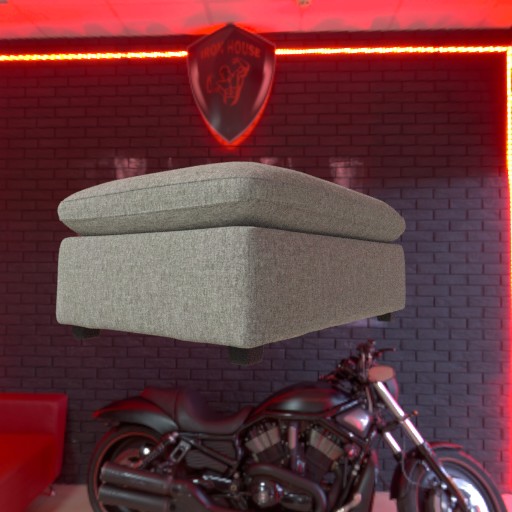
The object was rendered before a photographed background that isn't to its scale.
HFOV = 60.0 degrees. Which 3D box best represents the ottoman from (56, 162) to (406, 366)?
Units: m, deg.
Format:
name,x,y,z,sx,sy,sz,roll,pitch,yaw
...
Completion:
name,x,y,z,sx,sy,sz,roll,pitch,yaw
ottoman,0.000,0.000,1.386,0.694,0.451,0.977,-1,-2,35
